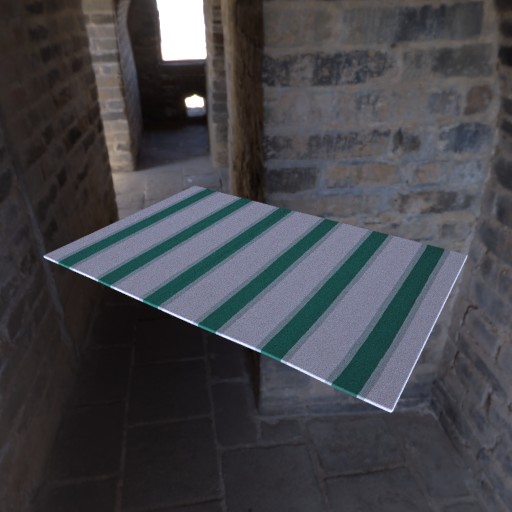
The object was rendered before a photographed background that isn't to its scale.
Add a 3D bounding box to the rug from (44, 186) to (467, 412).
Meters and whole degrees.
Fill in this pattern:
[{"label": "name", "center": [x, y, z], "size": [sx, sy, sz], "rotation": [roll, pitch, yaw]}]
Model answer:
[{"label": "rug", "center": [0.000, 0.000, 2.290], "size": [1.829, 0.012, 1.210], "rotation": [18, 34, 28]}]
